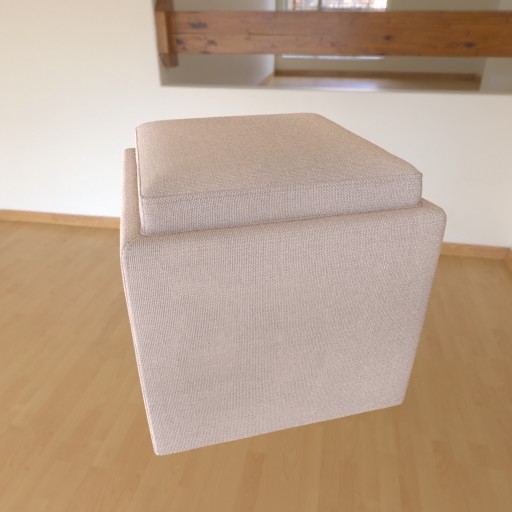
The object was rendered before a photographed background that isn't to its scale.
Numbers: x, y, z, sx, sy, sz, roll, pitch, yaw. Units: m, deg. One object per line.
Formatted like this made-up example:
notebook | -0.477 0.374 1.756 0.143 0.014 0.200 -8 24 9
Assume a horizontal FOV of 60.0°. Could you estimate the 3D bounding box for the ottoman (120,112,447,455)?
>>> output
ottoman | 0.000 0.000 0.817 0.450 0.460 0.451 -7 30 -13
